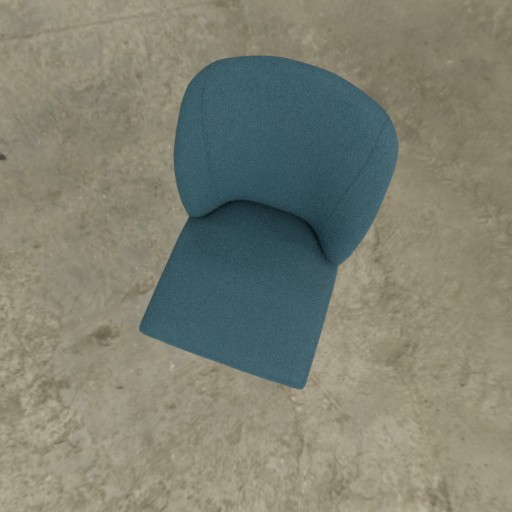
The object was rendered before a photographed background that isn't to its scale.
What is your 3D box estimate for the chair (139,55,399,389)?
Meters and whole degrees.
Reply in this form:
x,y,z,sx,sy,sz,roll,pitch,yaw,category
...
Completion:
x,y,z,sx,sy,sz,roll,pitch,yaw,category
0.000,0.000,1.251,0.507,0.879,0.620,19,76,5,chair
